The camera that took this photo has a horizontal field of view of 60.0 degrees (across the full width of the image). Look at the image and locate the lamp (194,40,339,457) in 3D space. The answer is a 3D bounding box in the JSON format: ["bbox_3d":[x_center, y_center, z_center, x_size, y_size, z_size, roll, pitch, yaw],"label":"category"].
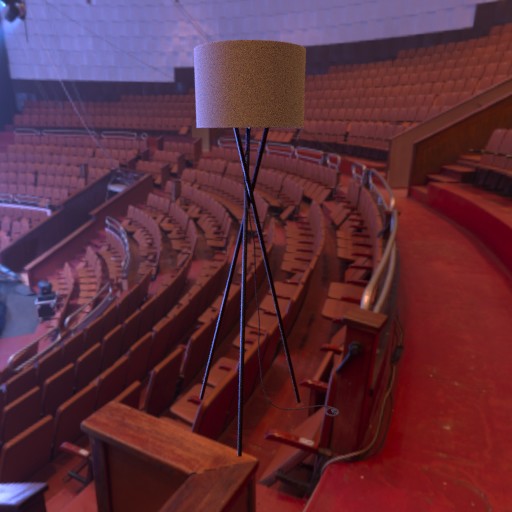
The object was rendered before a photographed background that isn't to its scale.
[{"bbox_3d":[0.000,0.000,1.891,0.667,1.624,0.522,8,18,27],"label":"lamp"}]
